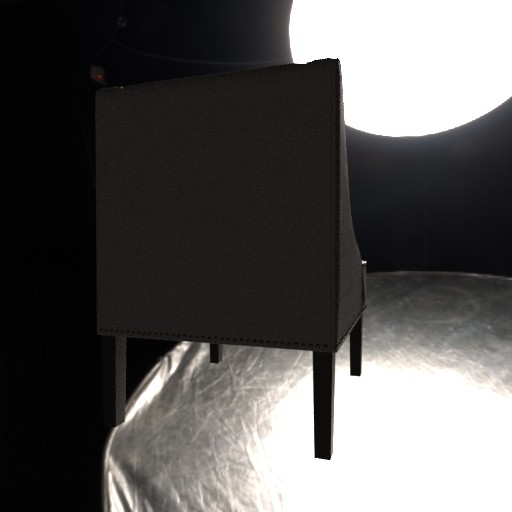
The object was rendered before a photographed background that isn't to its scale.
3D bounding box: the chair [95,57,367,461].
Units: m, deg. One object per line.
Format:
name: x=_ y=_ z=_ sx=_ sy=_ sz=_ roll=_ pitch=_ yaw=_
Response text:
chair: x=0.000 y=0.000 z=1.376 sx=0.631 sy=0.867 sz=0.747 roll=0 pitch=1 yaw=19
